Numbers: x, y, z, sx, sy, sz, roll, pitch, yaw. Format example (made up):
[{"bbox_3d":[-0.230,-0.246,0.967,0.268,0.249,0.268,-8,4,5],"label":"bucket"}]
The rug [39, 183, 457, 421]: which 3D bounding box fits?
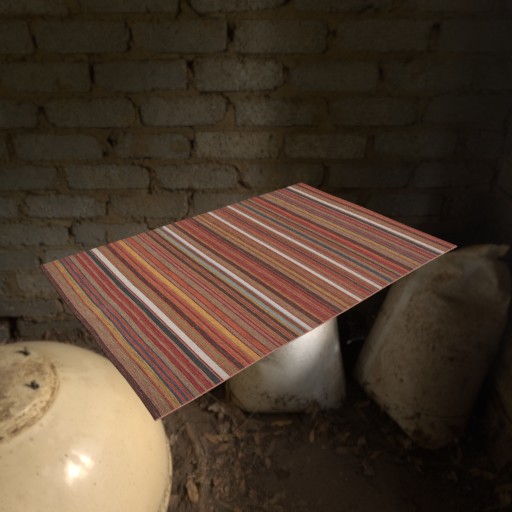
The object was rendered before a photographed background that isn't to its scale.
[{"bbox_3d":[0.000,0.000,2.315,1.828,0.007,1.217,-22,37,-33],"label":"rug"}]
